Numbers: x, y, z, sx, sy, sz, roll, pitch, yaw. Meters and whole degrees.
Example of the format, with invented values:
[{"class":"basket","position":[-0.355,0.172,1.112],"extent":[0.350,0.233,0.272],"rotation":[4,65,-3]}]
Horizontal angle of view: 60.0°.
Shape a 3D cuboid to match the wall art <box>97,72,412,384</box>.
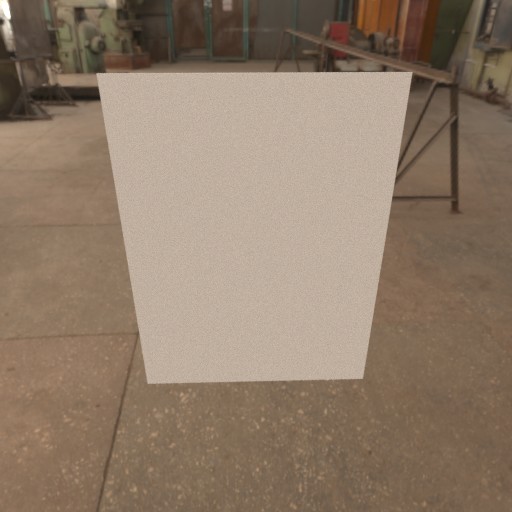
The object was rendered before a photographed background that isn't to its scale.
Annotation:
[{"class":"wall art","position":[0.000,0.000,0.792],"extent":[0.457,0.610,0.003],"rotation":[-1,29,-2]}]
